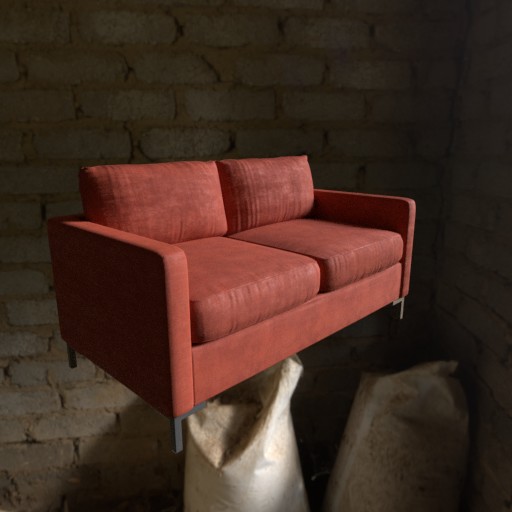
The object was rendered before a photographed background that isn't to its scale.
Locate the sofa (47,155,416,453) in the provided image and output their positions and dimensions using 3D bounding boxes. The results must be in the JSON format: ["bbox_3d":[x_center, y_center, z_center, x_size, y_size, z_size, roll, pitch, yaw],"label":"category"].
[{"bbox_3d":[0.000,0.000,2.093,0.864,0.896,1.574,13,19,43],"label":"sofa"}]
